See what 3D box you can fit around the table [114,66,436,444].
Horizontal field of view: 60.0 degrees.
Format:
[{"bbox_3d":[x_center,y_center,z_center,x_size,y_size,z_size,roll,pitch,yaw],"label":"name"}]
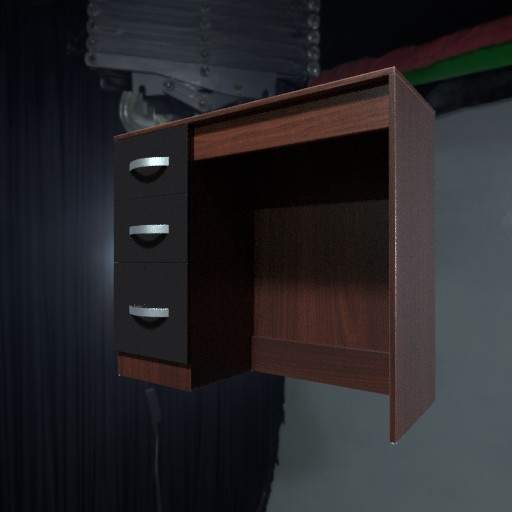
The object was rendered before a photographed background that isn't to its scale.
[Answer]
[{"bbox_3d":[0.000,0.000,1.319,0.930,0.790,0.380,0,0,35],"label":"table"}]
